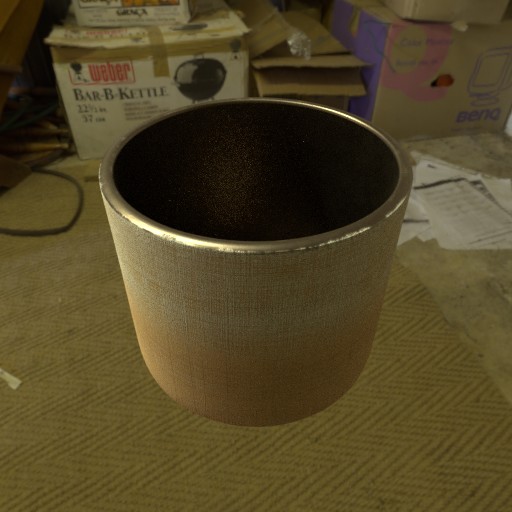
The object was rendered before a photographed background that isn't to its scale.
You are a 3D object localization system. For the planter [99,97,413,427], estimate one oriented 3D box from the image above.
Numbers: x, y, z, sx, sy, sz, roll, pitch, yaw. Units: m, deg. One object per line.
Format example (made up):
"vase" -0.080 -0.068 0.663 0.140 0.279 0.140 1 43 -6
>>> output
"planter" 0.000 0.000 0.433 0.254 0.221 0.254 0 40 0
